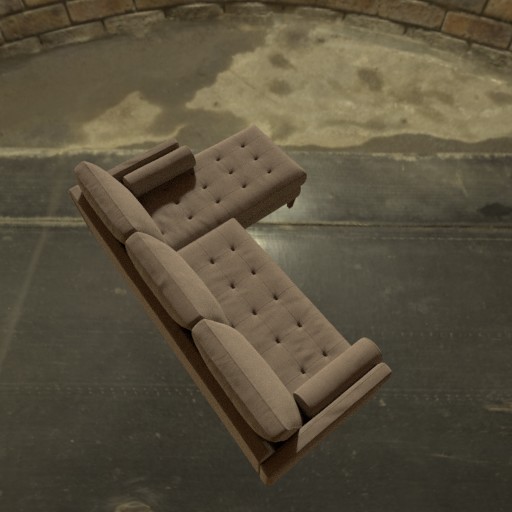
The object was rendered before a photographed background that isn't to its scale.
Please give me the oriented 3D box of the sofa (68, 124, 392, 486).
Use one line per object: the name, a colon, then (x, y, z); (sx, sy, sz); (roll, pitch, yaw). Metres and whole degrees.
sofa: (0.000, 0.000, 2.870); (1.506, 0.875, 2.178); (-33, 64, -19)
